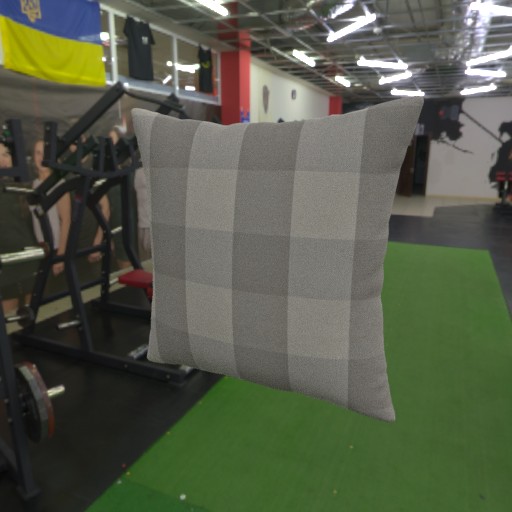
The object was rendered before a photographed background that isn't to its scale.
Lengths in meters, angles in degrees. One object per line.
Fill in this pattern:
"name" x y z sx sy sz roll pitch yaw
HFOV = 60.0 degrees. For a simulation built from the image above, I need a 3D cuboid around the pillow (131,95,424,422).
"pillow" 0.000 0.000 0.775 0.511 0.509 0.161 7 15 25
